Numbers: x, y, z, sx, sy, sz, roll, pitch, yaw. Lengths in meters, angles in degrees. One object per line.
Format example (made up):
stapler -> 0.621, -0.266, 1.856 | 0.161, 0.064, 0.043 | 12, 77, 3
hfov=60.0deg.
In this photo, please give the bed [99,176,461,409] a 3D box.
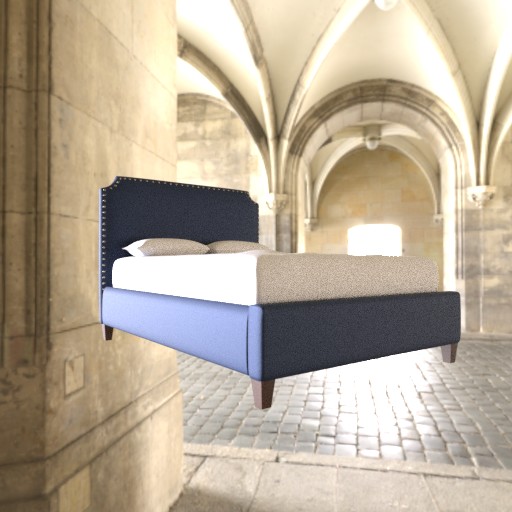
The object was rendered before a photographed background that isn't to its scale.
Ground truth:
bed -> 0.000, 0.000, 3.432 | 1.712, 1.443, 2.372 | 1, -1, -36
